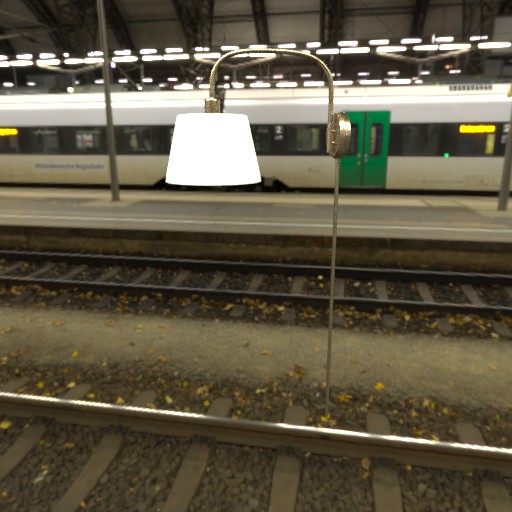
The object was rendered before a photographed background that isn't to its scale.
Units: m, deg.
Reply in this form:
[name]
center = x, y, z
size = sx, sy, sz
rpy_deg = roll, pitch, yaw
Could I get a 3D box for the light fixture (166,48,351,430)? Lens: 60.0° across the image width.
[light fixture]
center = 0.000, 0.000, 0.461
size = 0.176, 0.399, 0.092
rpy_deg = -3, 15, -10
